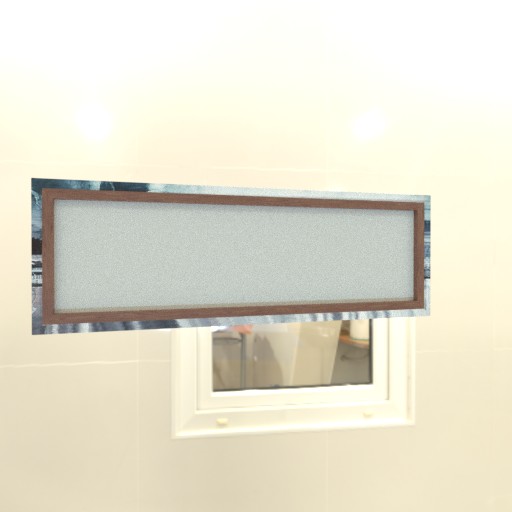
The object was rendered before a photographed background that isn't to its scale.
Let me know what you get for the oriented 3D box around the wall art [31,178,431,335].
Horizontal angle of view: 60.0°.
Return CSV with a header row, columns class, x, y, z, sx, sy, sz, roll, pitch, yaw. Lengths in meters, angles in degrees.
class,x,y,z,sx,sy,sz,roll,pitch,yaw
wall art,0.000,0.000,1.666,1.524,0.509,0.037,0,0,-17
